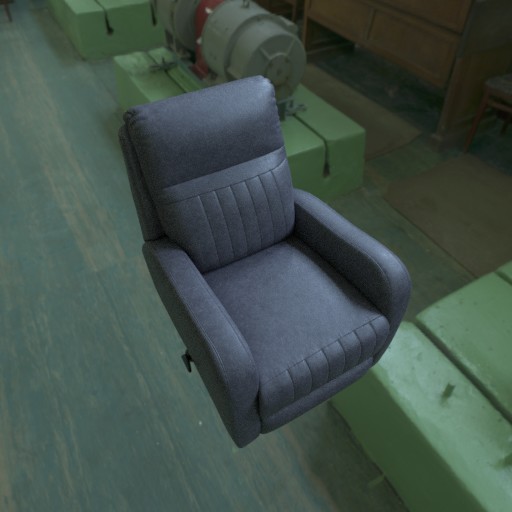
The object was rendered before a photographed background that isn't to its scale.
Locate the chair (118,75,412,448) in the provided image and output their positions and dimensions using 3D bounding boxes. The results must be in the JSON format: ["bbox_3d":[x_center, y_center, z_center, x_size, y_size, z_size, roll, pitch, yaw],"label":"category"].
[{"bbox_3d":[0.000,0.000,1.829,0.865,1.067,1.067,-23,50,-21],"label":"chair"}]
